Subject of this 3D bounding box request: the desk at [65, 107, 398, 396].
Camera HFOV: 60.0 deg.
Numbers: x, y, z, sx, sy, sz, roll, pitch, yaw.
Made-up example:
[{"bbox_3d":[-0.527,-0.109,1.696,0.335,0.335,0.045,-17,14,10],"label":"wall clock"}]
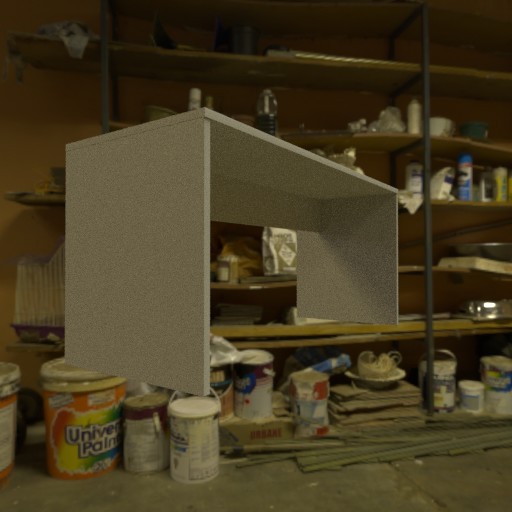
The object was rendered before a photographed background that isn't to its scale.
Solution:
[{"bbox_3d":[0.000,0.000,2.032,0.802,0.750,1.600,-1,-1,35],"label":"desk"}]
